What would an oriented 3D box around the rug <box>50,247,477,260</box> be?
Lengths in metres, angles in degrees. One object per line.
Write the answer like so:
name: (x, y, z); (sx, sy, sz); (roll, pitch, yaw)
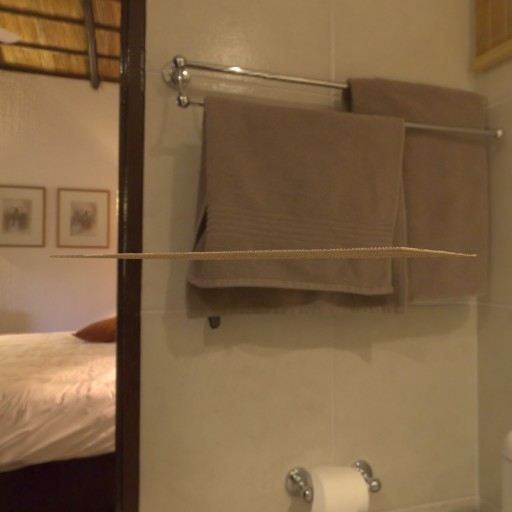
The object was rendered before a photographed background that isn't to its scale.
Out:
rug: (0.000, 0.000, 2.971); (2.436, 0.015, 1.521); (-1, -2, 36)
